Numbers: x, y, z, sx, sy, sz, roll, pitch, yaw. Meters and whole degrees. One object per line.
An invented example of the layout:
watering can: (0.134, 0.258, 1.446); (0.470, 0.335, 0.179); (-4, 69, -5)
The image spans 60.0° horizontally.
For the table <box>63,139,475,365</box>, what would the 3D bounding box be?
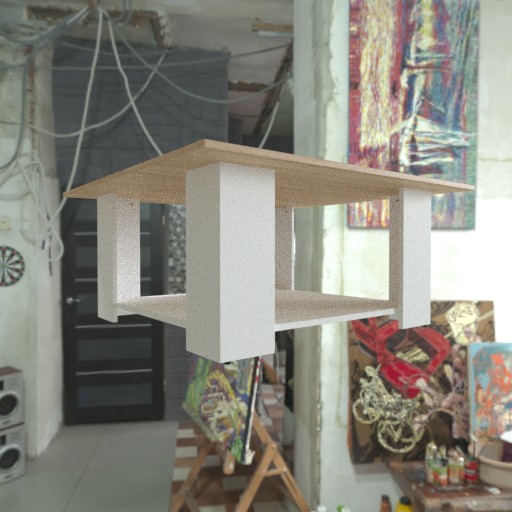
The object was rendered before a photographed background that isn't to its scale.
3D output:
table: (0.000, 0.000, 1.017); (0.670, 0.305, 0.670); (-1, 1, -37)
